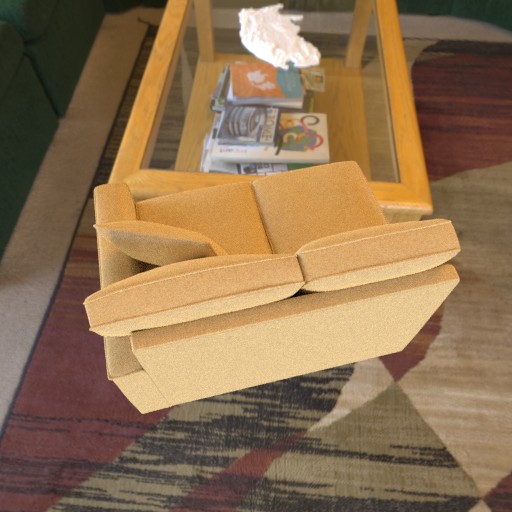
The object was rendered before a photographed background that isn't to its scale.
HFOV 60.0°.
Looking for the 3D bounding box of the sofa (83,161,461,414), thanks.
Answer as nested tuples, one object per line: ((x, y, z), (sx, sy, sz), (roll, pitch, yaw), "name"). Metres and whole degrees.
((0.000, 0.000, 2.102), (1.388, 0.989, 0.991), (-11, 58, -7), "sofa")
